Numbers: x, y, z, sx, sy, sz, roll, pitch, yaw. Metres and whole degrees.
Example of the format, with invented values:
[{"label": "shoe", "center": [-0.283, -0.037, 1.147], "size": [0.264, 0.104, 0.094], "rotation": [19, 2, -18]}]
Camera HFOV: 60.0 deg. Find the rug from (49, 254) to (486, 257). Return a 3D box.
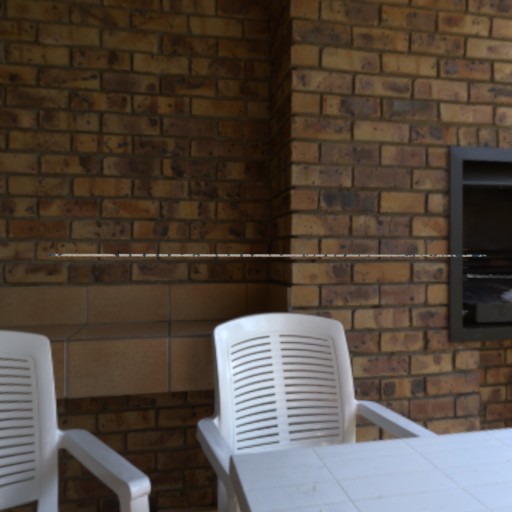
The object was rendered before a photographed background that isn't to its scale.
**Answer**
[{"label": "rug", "center": [0.000, 0.000, 2.341], "size": [1.828, 0.007, 1.220], "rotation": [0, 0, -17]}]
